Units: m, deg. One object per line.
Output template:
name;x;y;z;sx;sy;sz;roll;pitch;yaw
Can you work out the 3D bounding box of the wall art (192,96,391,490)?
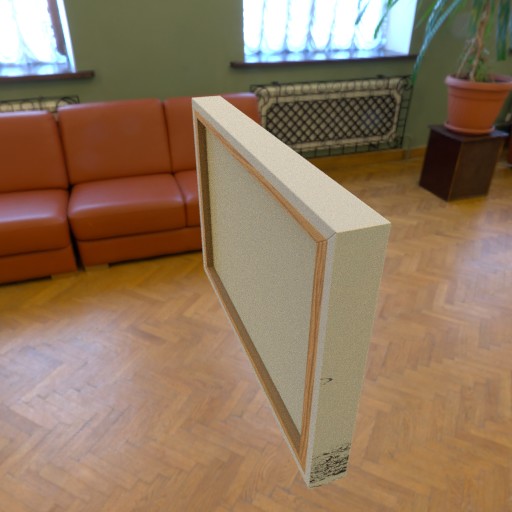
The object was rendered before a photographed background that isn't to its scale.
wall art;0.000;0.000;0.483;0.038;0.259;0.381;-11;33;-17
